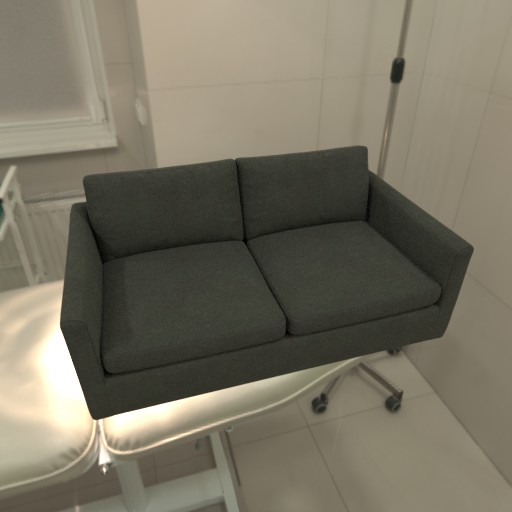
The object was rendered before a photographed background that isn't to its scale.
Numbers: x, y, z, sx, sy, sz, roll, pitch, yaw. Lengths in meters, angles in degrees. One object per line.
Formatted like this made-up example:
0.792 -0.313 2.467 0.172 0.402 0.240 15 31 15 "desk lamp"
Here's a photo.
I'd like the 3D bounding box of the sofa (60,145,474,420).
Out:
0.000 0.000 2.462 1.909 0.845 1.091 -9 34 -14 "sofa"
